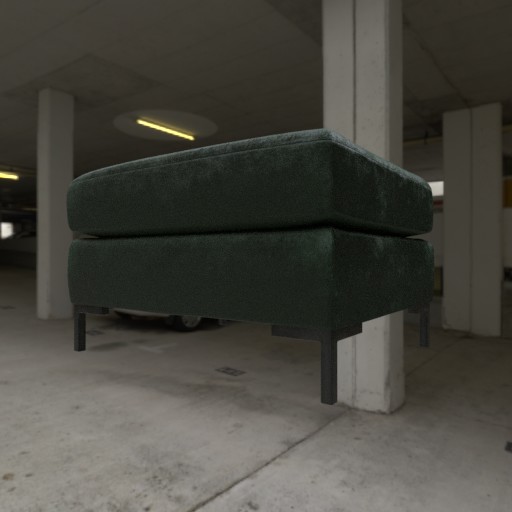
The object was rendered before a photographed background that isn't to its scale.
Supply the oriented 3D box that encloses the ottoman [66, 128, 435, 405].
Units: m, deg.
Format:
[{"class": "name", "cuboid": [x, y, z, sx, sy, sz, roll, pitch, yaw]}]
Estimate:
[{"class": "ottoman", "cuboid": [0.000, 0.000, 1.286, 0.839, 0.538, 0.701, 0, 0, 36]}]
